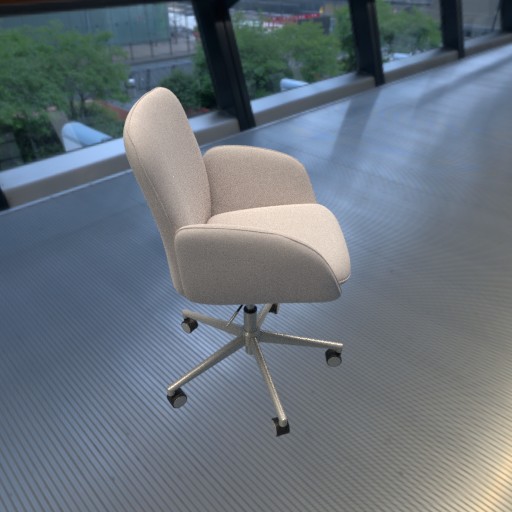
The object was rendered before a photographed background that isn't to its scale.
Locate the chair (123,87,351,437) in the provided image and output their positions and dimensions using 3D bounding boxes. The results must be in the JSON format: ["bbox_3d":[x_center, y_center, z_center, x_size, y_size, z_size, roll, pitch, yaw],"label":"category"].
[{"bbox_3d":[0.000,0.000,1.396,0.633,0.959,0.648,0,33,0],"label":"chair"}]
